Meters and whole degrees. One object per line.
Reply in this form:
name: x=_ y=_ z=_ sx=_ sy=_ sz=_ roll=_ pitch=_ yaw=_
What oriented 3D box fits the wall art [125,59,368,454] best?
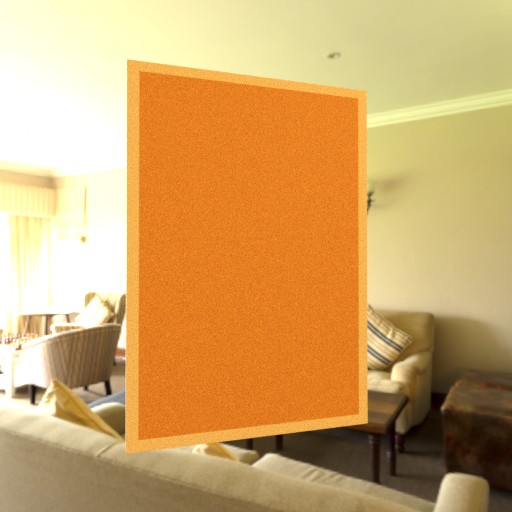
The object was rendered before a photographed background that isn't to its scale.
wall art: x=0.000 y=0.000 z=0.811 sx=0.456 sy=0.656 sz=0.013 roll=0 pitch=-1 yaw=-18
